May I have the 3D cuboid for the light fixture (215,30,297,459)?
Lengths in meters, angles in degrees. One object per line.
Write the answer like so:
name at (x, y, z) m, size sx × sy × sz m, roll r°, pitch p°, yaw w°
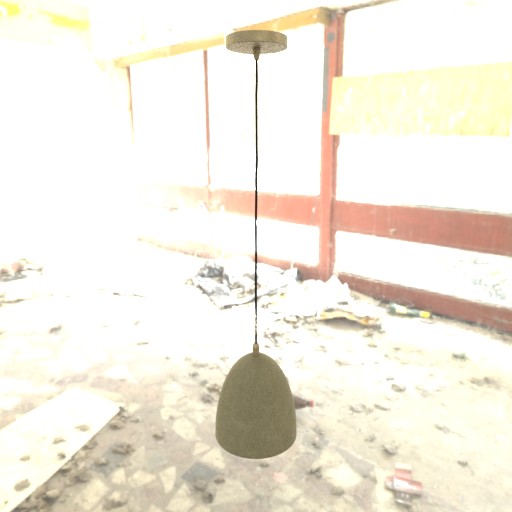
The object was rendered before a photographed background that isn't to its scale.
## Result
light fixture at (0.000, 0.000, 0.839) m, size 0.170 × 0.759 × 0.170 m, roll -7°, pitch 16°, yaw -27°
